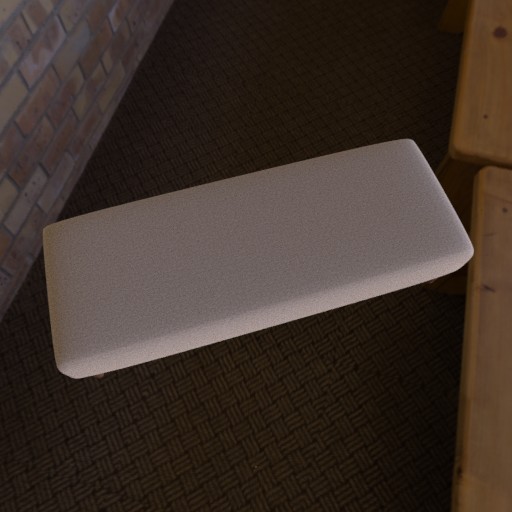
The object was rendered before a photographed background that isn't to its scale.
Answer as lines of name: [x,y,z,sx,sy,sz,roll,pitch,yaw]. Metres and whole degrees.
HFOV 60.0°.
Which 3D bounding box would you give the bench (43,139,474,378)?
bench: [0.000,0.000,1.868,1.598,0.383,0.631,-15,65,-7]
